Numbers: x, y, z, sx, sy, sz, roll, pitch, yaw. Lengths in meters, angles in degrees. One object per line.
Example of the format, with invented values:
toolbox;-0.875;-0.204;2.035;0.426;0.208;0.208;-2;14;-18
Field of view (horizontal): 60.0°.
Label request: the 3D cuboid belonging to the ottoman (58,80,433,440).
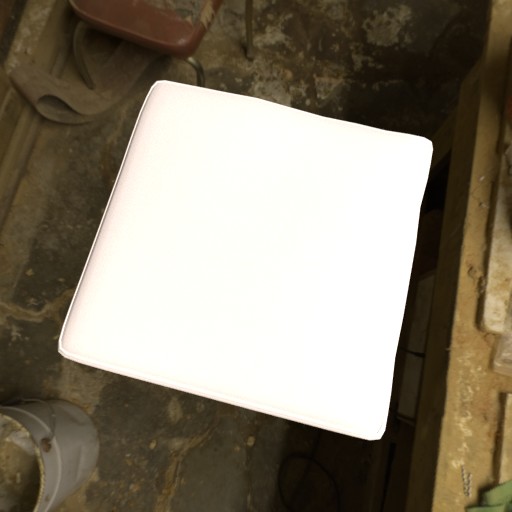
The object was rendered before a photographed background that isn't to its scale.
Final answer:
ottoman;0.000;0.000;1.345;0.838;0.479;0.838;14;76;4
